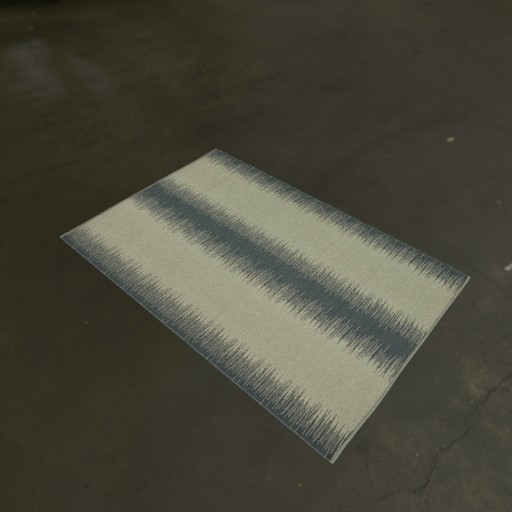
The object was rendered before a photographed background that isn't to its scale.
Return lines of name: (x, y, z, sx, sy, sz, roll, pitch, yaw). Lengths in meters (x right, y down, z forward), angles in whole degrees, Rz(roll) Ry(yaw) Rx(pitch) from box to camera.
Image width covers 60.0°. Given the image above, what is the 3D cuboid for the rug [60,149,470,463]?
rug: (0.000, 0.000, 2.376, 1.854, 0.006, 1.234, 32, 53, 28)
